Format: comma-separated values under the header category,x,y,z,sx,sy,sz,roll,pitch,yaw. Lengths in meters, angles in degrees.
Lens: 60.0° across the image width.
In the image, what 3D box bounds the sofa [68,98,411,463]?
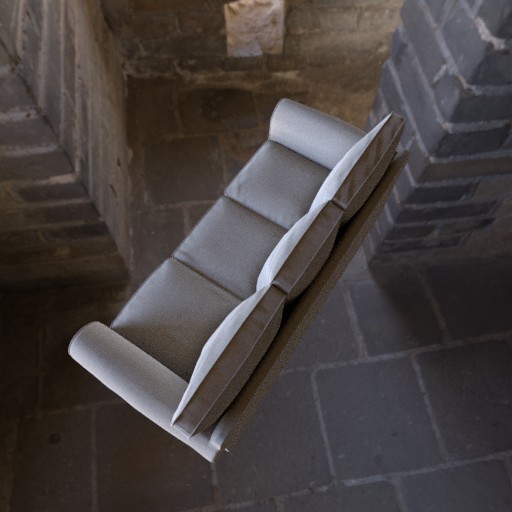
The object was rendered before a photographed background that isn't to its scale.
category,x,y,z,sx,sy,sz,roll,pitch,yaw
sofa,0.000,0.000,2.602,0.916,0.961,2.084,31,67,15
